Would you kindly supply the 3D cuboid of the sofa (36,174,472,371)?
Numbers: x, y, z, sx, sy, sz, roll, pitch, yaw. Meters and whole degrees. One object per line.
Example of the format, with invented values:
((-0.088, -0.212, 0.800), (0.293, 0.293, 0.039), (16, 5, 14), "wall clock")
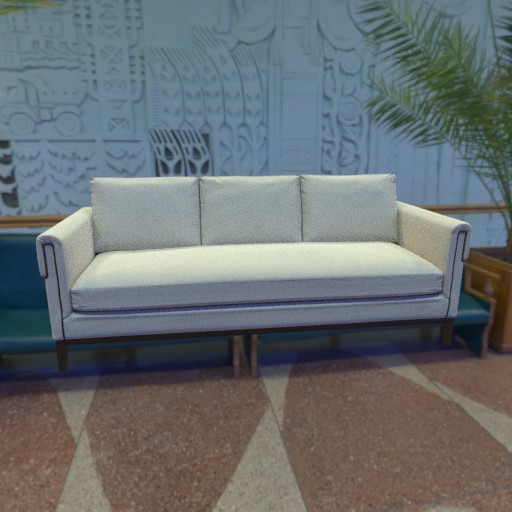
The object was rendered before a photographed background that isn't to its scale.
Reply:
((0.000, 0.000, 2.650), (2.198, 0.911, 0.902), (-2, 15, -8), "sofa")
